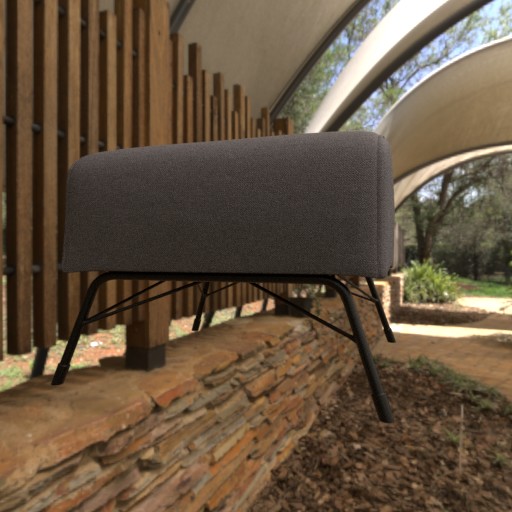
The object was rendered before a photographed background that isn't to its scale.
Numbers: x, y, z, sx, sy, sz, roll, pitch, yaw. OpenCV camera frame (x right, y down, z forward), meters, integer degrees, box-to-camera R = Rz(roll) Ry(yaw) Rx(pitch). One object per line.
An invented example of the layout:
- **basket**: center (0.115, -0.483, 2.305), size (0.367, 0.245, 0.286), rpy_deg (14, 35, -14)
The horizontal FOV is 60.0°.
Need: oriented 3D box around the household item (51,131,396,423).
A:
- **household item**: center (0.000, 0.000, 0.880), size (0.530, 0.410, 0.530), rpy_deg (0, 1, 18)
